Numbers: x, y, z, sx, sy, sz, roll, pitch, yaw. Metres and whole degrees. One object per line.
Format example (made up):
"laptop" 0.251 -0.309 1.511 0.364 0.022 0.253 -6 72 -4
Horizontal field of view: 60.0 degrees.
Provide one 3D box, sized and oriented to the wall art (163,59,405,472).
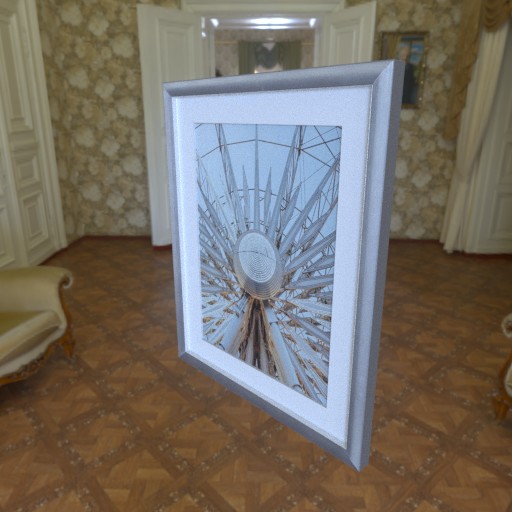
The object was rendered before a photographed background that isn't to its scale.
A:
"wall art" 0.000 0.000 0.732 0.029 0.558 0.458 -16 23 -42
